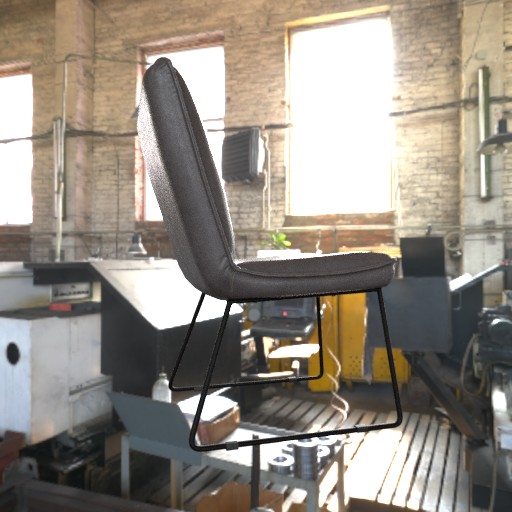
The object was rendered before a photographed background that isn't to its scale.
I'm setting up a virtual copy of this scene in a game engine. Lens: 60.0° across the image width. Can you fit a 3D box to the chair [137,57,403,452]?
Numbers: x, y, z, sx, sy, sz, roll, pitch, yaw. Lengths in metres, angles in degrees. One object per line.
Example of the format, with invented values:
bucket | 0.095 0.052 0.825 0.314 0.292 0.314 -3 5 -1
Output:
chair | 0.000 0.000 1.345 0.688 0.932 0.515 0 0 -17
